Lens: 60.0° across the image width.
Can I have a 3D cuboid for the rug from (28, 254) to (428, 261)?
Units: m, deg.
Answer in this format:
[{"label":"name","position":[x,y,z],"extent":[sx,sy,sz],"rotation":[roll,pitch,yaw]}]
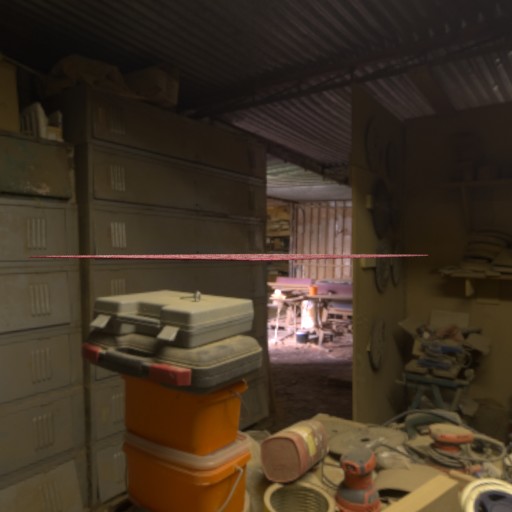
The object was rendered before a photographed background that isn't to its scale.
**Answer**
[{"label":"rug","position":[0.000,0.000,2.899],"extent":[1.579,0.007,2.184],"rotation":[0,1,37]}]
